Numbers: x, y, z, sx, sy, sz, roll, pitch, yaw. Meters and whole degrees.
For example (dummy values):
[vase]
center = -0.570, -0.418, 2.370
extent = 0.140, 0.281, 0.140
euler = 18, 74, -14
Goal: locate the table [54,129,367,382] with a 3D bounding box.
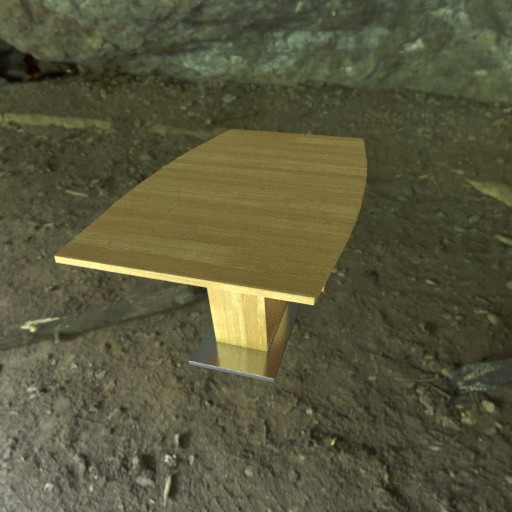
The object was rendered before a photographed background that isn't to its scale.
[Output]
[table]
center = 0.000, 0.000, 2.062
extent = 0.900, 0.748, 1.598
euler = 8, 31, 14
